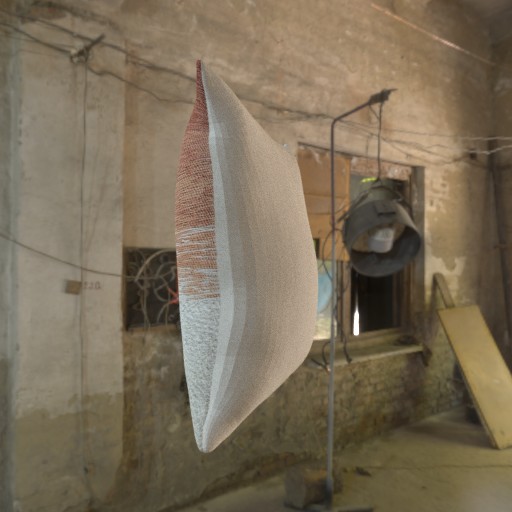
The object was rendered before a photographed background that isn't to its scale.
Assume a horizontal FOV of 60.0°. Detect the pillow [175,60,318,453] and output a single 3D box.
[{"bbox_3d":[0.000,0.000,0.686,0.182,0.441,0.440,0,0,17],"label":"pillow"}]
